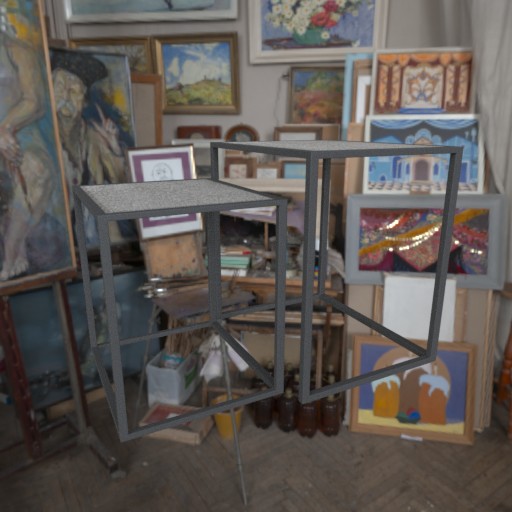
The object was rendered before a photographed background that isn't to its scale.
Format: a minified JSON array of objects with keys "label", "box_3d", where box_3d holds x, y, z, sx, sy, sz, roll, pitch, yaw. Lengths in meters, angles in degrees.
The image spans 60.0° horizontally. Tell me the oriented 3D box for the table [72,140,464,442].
[{"label":"table","box_3d":[0.000,0.000,1.117,0.788,0.540,0.508,-8,18,-26]}]
